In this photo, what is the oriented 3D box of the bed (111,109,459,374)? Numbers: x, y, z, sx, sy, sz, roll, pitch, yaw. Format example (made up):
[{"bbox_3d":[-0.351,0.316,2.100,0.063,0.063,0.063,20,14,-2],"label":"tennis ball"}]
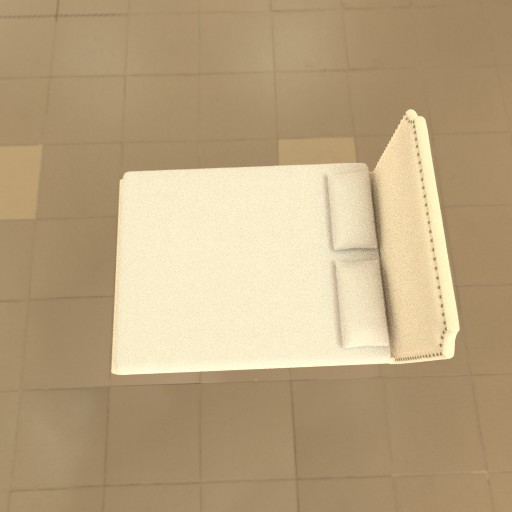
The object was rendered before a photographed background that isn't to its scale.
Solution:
[{"bbox_3d":[0.000,0.000,3.459,2.372,1.497,1.712,-2,74,-1],"label":"bed"}]
